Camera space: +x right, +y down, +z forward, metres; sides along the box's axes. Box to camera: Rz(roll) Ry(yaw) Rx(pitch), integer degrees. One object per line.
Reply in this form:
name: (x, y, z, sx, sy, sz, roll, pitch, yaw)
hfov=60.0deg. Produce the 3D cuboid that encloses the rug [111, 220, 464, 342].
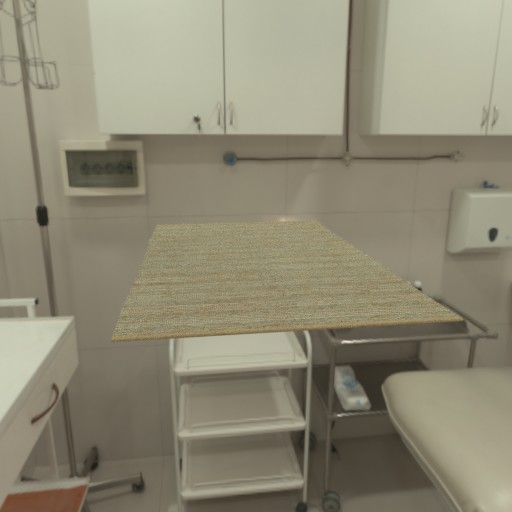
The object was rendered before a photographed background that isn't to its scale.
rug: (0.000, 0.000, 3.046, 1.540, 0.012, 2.448, -2, 15, -8)
